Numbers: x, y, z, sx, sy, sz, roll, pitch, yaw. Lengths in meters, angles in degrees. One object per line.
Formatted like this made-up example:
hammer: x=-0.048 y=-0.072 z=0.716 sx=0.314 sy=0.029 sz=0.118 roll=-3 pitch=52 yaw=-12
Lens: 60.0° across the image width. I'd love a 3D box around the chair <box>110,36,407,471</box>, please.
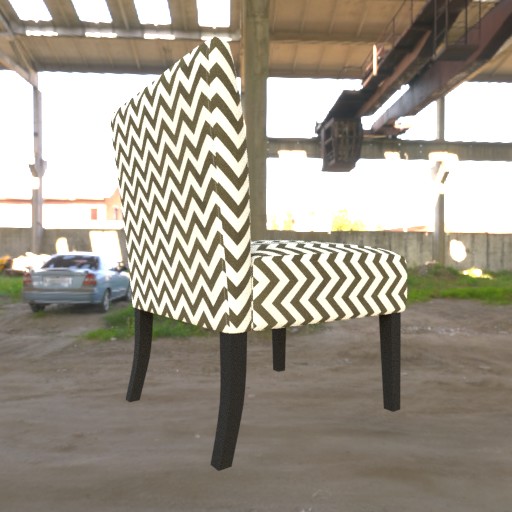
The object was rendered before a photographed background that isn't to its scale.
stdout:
chair: x=0.000 y=0.000 z=1.243 sx=0.648 sy=0.838 sz=0.589 roll=0 pitch=1 yaw=-36
